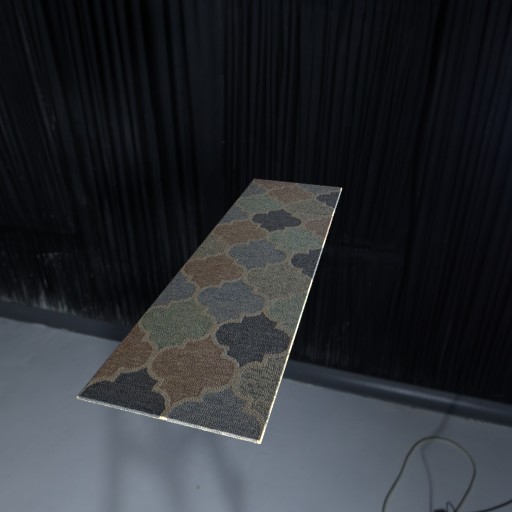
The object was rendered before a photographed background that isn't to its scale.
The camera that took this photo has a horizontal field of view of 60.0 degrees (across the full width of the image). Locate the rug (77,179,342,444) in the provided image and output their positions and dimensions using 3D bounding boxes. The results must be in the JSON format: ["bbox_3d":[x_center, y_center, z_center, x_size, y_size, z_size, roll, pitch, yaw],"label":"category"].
[{"bbox_3d":[0.000,0.000,2.456,0.687,0.011,2.287,8,31,14],"label":"rug"}]
